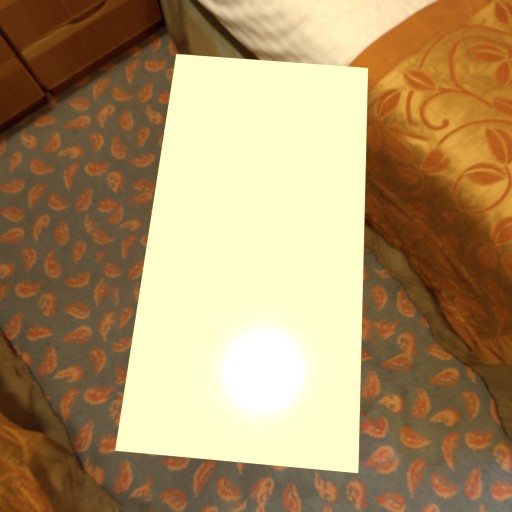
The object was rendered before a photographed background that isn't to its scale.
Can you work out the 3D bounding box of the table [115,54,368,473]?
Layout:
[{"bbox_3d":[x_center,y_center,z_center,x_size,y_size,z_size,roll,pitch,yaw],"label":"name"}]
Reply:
[{"bbox_3d":[0.000,0.000,1.670,0.700,0.470,1.350,5,75,1],"label":"table"}]
